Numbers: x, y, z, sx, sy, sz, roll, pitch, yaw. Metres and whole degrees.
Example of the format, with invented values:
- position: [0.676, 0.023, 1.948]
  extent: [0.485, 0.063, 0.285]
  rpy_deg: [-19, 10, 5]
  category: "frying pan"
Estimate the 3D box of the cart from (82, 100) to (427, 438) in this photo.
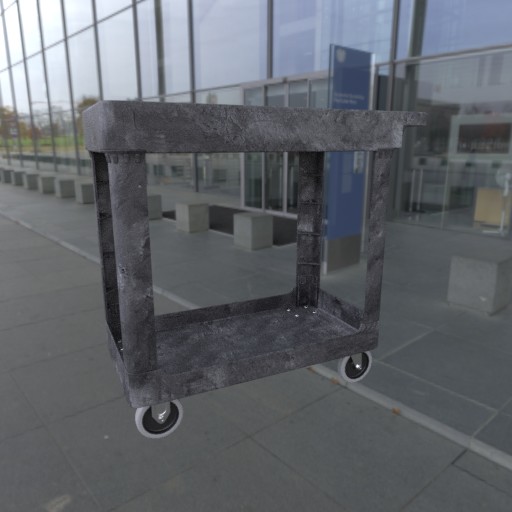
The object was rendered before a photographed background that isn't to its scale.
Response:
- position: [0.000, 0.000, 1.333]
  extent: [0.877, 0.824, 0.420]
  rpy_deg: [-7, 16, -25]
  category: "cart"
